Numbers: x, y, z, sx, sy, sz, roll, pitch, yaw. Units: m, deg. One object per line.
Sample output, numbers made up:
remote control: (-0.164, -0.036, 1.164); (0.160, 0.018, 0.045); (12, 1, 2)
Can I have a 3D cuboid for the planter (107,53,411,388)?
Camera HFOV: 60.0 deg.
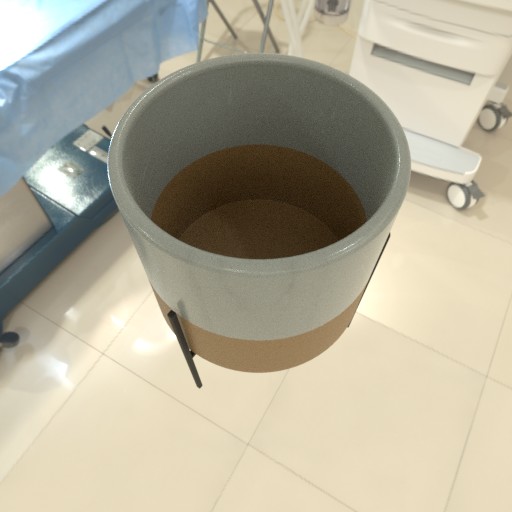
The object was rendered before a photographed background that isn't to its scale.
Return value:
planter: (0.000, 0.000, 0.706); (0.348, 0.480, 0.360); (33, 64, 18)
